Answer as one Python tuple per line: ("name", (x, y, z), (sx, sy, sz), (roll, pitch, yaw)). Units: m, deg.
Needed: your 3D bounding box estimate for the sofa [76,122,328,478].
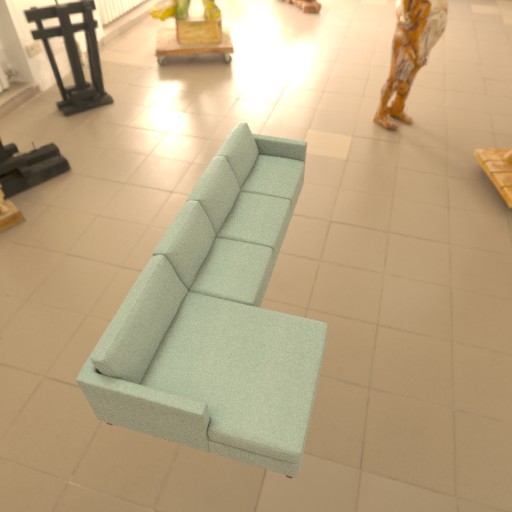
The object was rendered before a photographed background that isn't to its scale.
("sofa", (0.000, 0.000, 4.191), (1.600, 0.953, 3.470), (11, 46, 11))
